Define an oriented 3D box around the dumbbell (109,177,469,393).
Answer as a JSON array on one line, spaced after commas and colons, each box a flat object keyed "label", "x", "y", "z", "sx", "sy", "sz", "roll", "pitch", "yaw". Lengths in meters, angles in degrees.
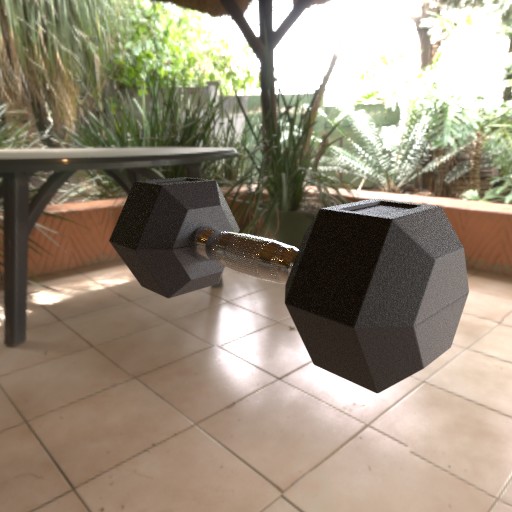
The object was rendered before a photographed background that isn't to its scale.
[{"label": "dumbbell", "x": 0.000, "y": 0.000, "z": 0.347, "sx": 0.116, "sy": 0.101, "sz": 0.297, "roll": -15, "pitch": 21, "yaw": -42}]
